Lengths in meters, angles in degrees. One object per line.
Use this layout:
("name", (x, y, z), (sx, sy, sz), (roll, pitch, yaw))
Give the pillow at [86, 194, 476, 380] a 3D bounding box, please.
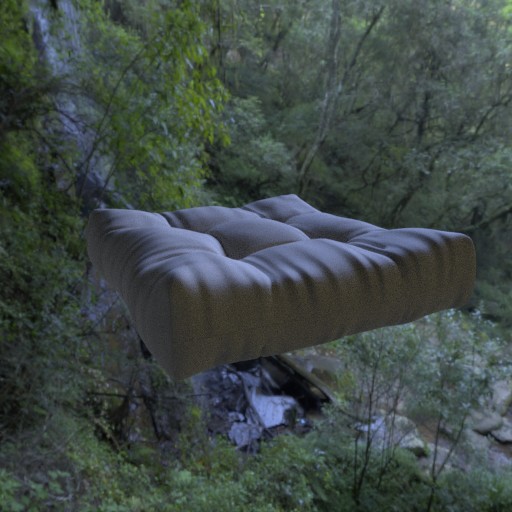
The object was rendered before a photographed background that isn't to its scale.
("pillow", (0.000, 0.000, 0.720), (0.468, 0.128, 0.490), (-8, 17, -27))
